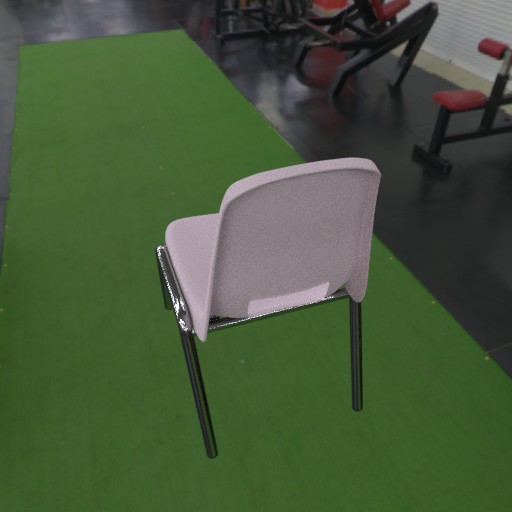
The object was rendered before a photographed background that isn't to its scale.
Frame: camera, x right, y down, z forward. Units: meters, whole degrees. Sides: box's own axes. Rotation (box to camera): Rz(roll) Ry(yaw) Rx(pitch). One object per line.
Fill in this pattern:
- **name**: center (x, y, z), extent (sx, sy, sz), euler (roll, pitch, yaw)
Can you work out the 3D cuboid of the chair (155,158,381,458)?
- **chair**: center (0.000, 0.000, 0.833), extent (0.354, 0.586, 0.423), euler (-12, 42, -14)
